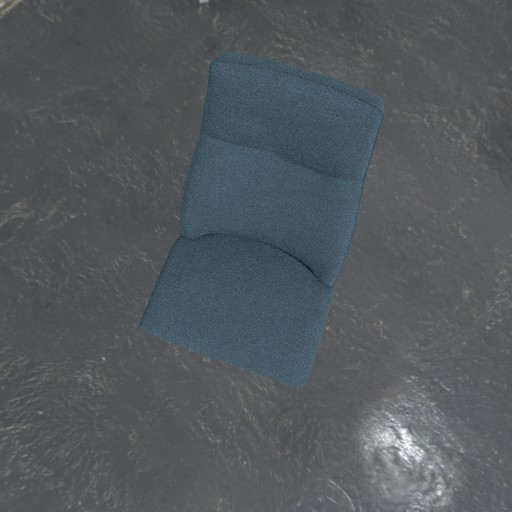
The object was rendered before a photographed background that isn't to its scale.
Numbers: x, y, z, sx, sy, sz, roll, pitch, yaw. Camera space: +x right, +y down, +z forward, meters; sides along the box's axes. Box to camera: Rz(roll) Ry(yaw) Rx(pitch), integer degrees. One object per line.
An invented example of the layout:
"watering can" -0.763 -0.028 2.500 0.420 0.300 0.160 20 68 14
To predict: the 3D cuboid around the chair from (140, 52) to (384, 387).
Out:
"chair" 0.000 0.000 1.282 0.500 0.930 0.620 18 76 5
